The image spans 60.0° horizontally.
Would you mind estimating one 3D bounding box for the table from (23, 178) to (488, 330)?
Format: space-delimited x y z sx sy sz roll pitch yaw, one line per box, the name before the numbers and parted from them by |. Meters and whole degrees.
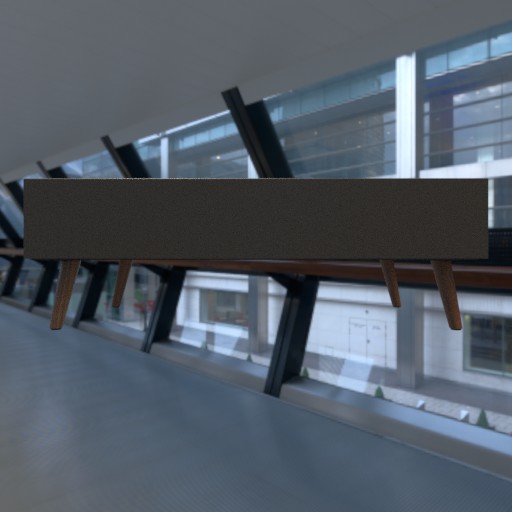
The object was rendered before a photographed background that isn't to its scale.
table | 0.000 0.000 1.496 1.201 0.404 0.703 0 0 0
